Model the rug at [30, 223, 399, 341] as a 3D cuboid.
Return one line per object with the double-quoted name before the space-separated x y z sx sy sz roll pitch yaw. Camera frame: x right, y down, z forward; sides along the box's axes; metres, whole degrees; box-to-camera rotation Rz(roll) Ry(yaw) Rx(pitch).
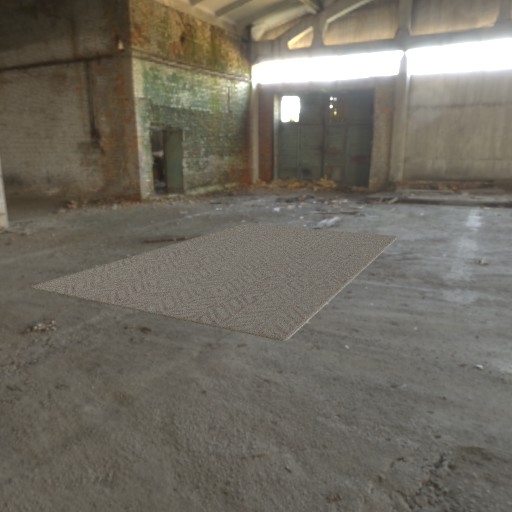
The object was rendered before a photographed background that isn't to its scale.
"rug" 0.000 0.000 3.114 1.523 0.008 2.438 7 15 27
